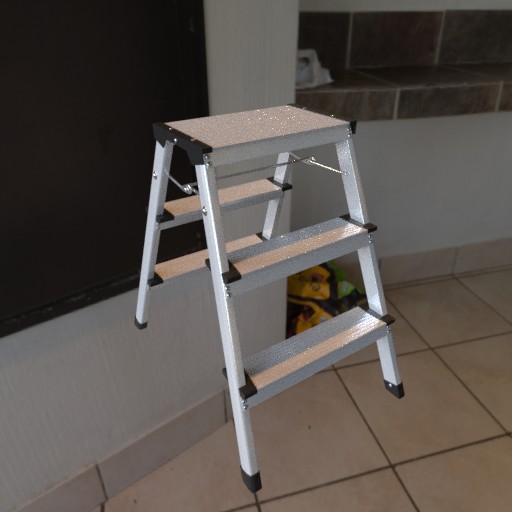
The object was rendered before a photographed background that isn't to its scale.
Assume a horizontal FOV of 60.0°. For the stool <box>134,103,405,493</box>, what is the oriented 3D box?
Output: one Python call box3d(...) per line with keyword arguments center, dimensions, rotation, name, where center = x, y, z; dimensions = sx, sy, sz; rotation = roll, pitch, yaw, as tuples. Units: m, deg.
box3d(center=(0.000, 0.000, 1.015), dimensions=(0.437, 0.605, 0.622), rotation=(-19, 35, -29), name="stool")
